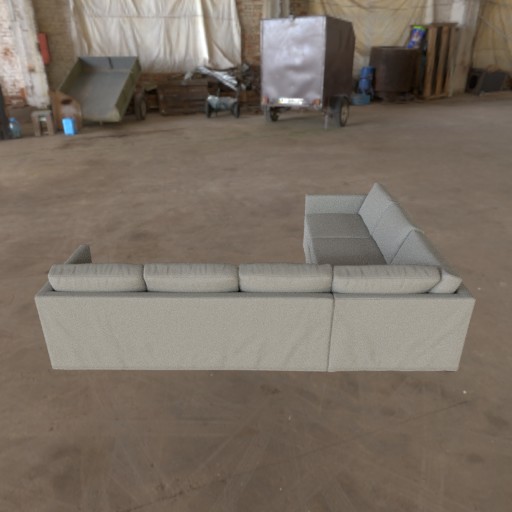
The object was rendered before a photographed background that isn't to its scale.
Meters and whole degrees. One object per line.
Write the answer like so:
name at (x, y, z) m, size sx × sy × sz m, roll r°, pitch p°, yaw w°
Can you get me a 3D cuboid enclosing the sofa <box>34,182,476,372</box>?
sofa at (0.000, 0.000, 4.354) m, size 3.182 × 0.871 × 2.432 m, roll 0°, pitch 26°, yaw 1°
